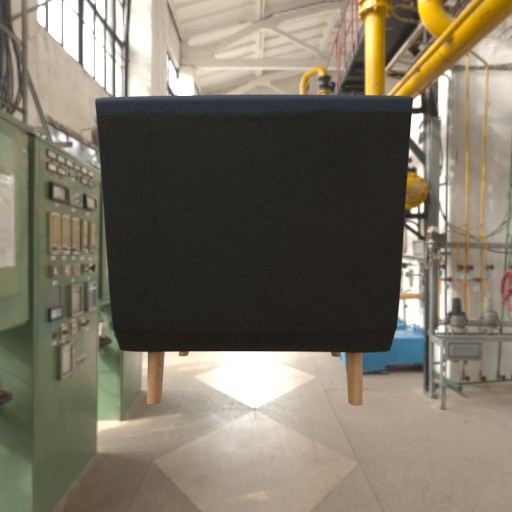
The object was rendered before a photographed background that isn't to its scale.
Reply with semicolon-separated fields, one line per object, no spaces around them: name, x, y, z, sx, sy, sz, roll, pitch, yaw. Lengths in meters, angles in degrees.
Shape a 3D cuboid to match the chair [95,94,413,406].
chair;0.000;0.000;1.483;0.770;0.808;0.900;0;1;1
